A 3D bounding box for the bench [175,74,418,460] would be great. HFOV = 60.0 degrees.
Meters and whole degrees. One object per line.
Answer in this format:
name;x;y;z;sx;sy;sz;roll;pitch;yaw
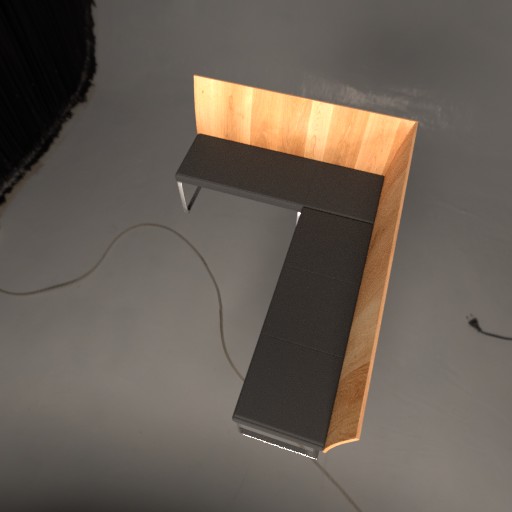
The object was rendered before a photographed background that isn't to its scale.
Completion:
bench;0.000;0.000;2.779;1.495;0.930;1.945;15;60;9
